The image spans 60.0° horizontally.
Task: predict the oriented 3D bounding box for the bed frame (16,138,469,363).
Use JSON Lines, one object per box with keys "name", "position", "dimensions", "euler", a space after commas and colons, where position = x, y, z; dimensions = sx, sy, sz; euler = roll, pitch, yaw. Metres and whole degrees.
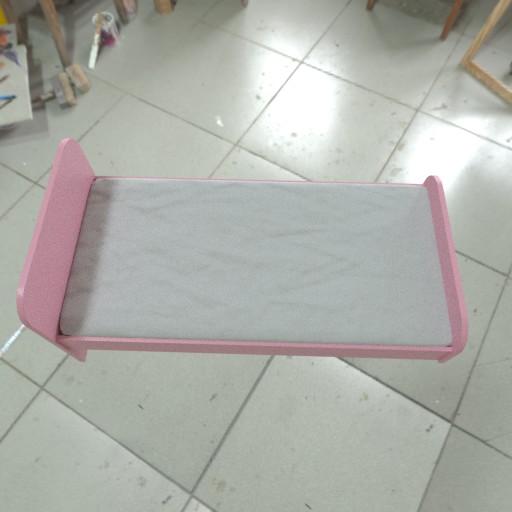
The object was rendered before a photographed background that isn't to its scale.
{"name": "bed frame", "position": [0.000, 0.000, 2.358], "dimensions": [1.963, 0.805, 0.998], "euler": [2, 64, 1]}
